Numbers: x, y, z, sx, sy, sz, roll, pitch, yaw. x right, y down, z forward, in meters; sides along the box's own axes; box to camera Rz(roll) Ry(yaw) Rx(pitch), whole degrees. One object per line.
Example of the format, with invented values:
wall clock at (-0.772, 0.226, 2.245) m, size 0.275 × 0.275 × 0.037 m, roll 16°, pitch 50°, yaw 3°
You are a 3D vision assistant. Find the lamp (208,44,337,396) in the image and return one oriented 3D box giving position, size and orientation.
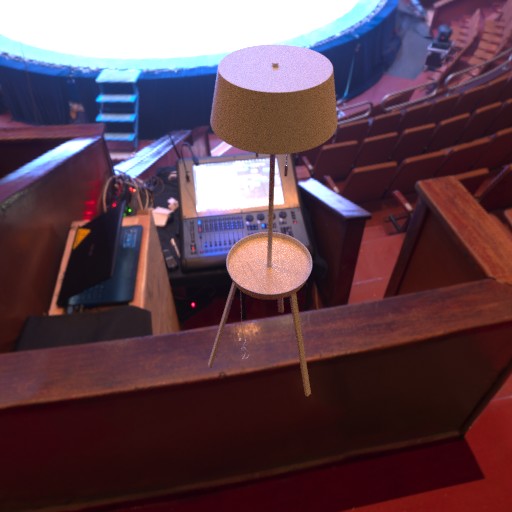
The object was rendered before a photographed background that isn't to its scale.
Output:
lamp at (0.000, 0.000, 1.662) m, size 0.468 × 1.429 × 0.508 m, roll -9°, pitch 47°, yaw -9°
